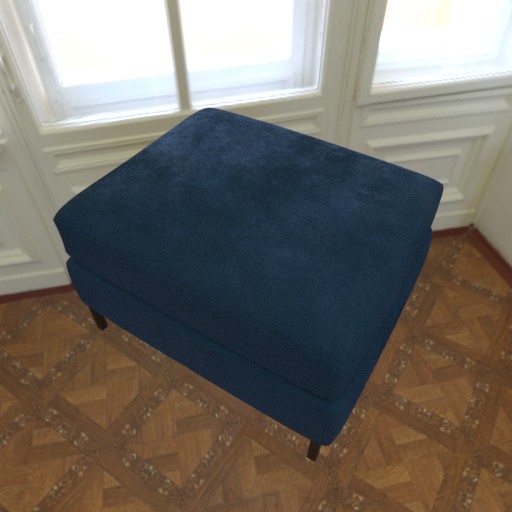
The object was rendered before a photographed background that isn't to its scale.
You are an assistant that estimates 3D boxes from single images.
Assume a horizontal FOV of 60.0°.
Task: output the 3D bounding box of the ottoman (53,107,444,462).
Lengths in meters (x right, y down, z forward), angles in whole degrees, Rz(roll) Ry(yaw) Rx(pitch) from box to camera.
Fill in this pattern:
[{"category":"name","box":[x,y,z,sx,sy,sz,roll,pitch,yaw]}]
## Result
[{"category":"ottoman","box":[0.000,0.000,1.203,0.794,0.485,0.655,24,51,21]}]
